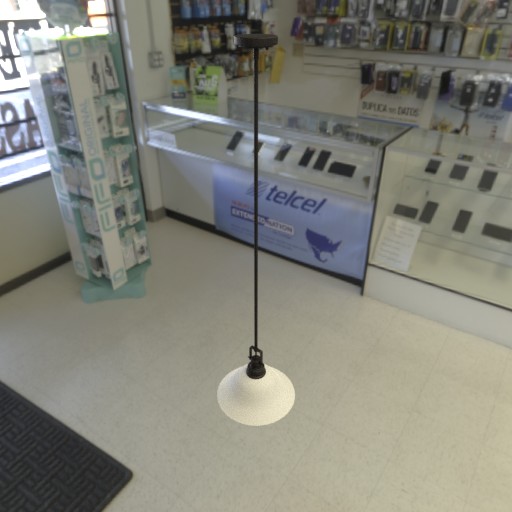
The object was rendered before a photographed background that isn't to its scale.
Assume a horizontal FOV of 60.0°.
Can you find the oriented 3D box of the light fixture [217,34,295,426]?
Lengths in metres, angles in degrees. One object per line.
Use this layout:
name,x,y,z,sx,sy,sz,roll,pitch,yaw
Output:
light fixture,0.000,0.000,1.498,0.324,1.337,0.324,22,37,31
